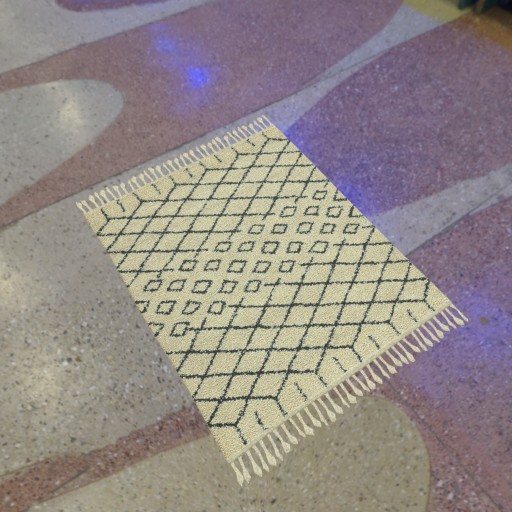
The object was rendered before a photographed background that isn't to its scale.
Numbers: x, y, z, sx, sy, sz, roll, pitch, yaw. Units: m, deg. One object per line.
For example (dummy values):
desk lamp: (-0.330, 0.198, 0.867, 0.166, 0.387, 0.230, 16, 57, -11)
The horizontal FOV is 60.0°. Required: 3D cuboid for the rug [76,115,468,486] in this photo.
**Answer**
rug: (0.000, 0.000, 4.259, 2.388, 0.030, 3.213, -30, 63, -17)
